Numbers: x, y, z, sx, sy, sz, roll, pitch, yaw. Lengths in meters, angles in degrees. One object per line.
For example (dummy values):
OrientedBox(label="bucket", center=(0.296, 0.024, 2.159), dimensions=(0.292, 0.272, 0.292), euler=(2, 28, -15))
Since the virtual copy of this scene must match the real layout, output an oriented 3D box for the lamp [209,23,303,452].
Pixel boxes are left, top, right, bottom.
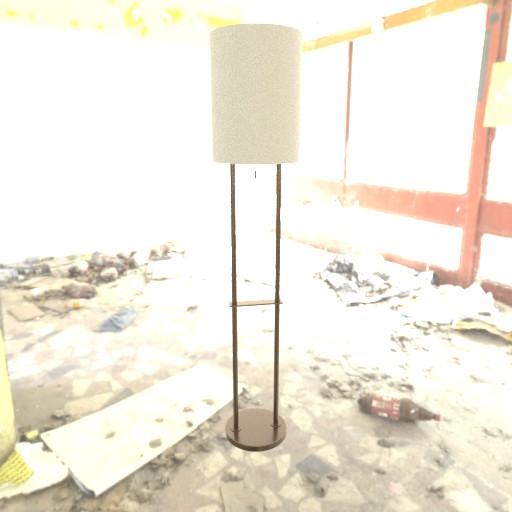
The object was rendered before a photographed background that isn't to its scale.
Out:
OrientedBox(label="lamp", center=(0.000, 0.000, 1.644), dimensions=(0.306, 1.500, 0.305), euler=(-3, 15, -10))
